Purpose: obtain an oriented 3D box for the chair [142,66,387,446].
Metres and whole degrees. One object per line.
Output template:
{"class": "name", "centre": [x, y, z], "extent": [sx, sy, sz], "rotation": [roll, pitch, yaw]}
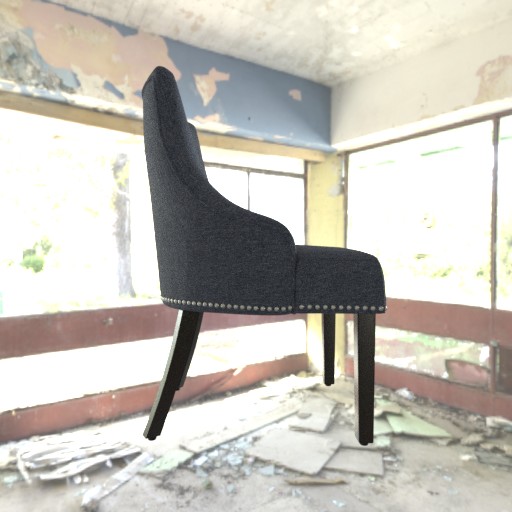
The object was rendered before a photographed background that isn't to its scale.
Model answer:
{"class": "chair", "centre": [0.000, 0.000, 1.302], "extent": [0.629, 0.909, 0.566], "rotation": [0, 1, -1]}
